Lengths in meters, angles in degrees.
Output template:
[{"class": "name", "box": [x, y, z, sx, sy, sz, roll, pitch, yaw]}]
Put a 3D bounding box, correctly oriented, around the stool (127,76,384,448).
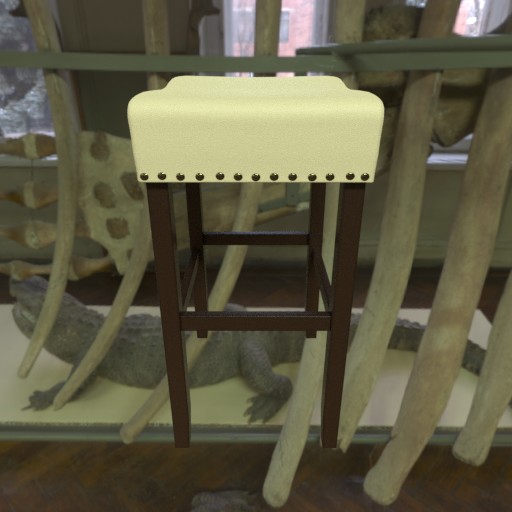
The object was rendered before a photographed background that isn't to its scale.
[{"class": "stool", "box": [0.000, 0.000, 1.042, 0.401, 0.762, 0.471, 0, 26, 0]}]
